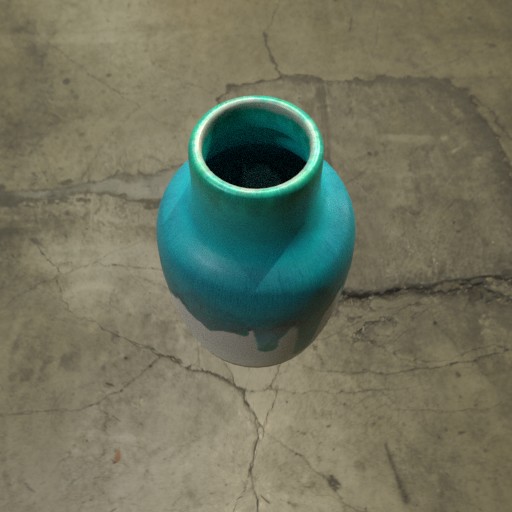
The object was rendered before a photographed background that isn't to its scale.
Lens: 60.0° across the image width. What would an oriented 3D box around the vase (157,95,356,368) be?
[{"bbox_3d":[0.000,0.000,0.256,0.106,0.192,0.106,0,63,0],"label":"vase"}]
